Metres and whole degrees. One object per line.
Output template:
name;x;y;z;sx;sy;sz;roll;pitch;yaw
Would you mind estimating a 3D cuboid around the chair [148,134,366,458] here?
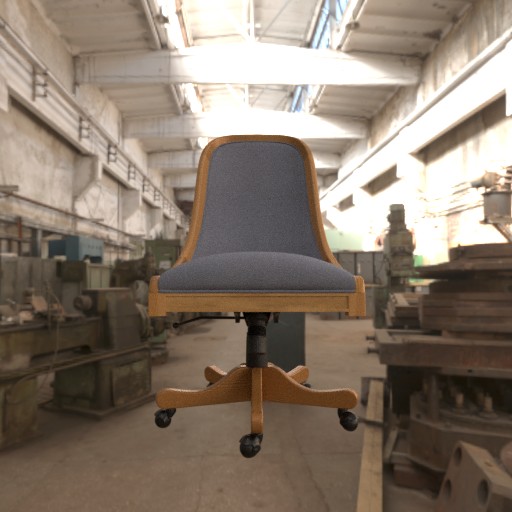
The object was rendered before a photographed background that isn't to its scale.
chair;0.000;0.000;1.465;0.605;1.031;0.735;0;-2;0
